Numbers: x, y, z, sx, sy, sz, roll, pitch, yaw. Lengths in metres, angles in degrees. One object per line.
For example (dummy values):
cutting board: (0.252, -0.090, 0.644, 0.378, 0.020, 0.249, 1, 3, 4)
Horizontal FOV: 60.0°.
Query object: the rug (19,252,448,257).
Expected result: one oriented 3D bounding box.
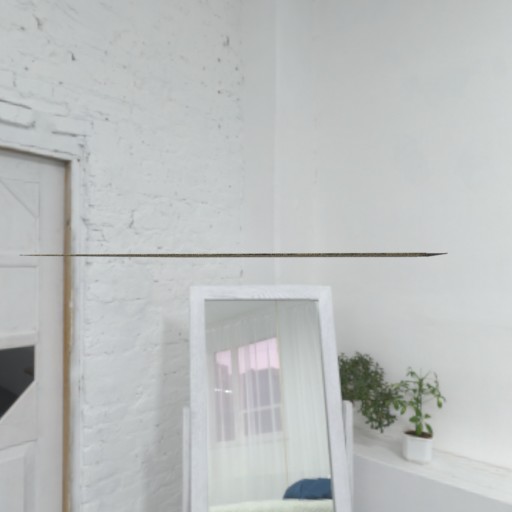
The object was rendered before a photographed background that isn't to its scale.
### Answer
rug: (0.000, 0.000, 4.084, 3.056, 0.010, 2.437, 0, -1, 19)
